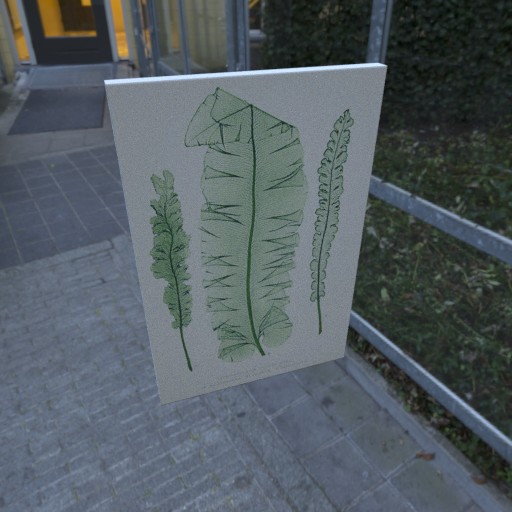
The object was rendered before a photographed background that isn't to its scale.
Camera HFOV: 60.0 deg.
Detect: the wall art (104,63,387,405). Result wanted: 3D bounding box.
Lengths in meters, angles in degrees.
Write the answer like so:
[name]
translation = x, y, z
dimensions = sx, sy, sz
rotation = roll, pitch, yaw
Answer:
[wall art]
translation = 0.000, 0.000, 1.177
dimensions = 0.610, 0.914, 0.038
rotation = -10, 34, -16
